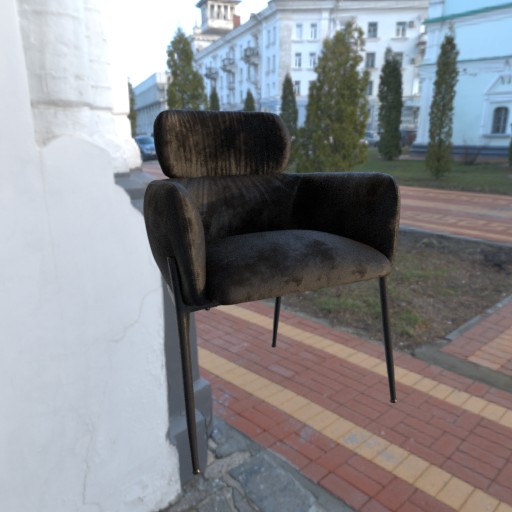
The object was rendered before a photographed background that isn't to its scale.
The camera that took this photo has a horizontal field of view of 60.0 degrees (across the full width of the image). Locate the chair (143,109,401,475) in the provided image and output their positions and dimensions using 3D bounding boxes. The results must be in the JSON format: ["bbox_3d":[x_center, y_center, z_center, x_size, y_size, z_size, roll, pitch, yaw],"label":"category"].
[{"bbox_3d":[0.000,0.000,1.273,0.640,0.818,0.604,-8,17,-26],"label":"chair"}]
